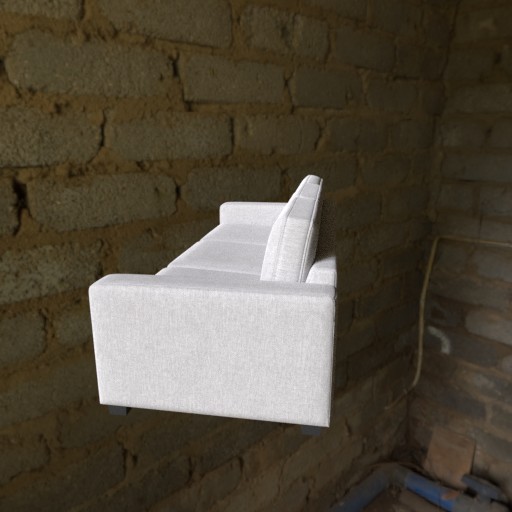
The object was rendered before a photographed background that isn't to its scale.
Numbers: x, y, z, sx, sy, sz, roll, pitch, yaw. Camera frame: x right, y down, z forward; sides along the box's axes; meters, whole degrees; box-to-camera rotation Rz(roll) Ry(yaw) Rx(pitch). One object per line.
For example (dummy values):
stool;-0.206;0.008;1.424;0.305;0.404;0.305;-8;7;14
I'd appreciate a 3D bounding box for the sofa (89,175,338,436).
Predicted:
sofa;0.000;0.000;2.562;0.900;0.800;2.120;2;15;9
